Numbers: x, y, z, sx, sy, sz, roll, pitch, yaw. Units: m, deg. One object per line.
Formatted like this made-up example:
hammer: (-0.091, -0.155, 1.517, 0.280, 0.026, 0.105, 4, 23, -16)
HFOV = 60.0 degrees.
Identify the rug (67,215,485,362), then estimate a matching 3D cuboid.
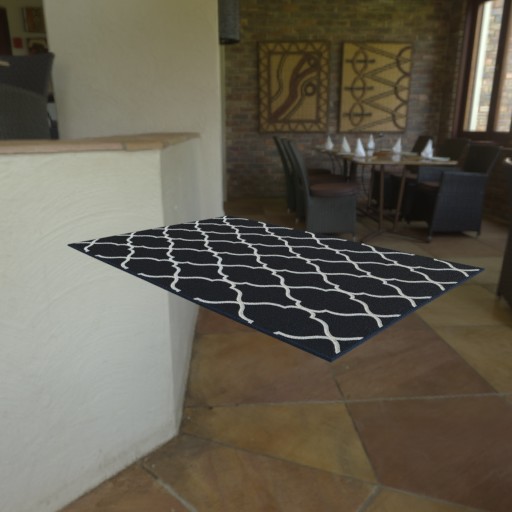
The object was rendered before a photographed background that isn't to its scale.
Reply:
rug: (0.000, 0.000, 2.868, 1.526, 0.014, 2.290, -16, 22, -42)
